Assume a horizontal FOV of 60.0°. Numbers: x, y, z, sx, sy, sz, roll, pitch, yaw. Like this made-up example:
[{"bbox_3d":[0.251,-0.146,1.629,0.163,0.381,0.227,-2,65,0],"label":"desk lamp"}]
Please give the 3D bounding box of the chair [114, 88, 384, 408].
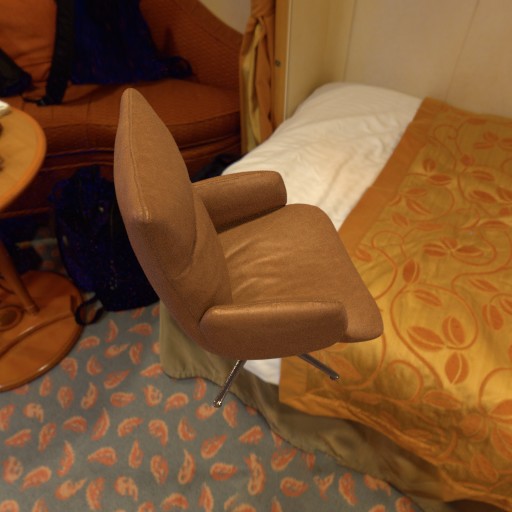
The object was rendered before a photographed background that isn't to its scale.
[{"bbox_3d":[0.000,0.000,1.554,0.794,1.027,0.711,-10,47,-10],"label":"chair"}]
